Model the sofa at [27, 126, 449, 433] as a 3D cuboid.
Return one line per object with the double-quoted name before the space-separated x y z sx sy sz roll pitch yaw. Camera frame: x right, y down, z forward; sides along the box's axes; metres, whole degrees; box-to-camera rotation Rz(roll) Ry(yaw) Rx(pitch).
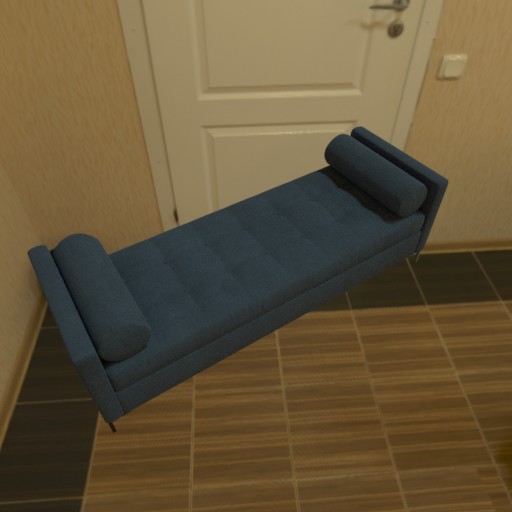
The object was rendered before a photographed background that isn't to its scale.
"sofa" 0.000 0.000 2.343 1.981 0.635 0.686 -25 51 -23
